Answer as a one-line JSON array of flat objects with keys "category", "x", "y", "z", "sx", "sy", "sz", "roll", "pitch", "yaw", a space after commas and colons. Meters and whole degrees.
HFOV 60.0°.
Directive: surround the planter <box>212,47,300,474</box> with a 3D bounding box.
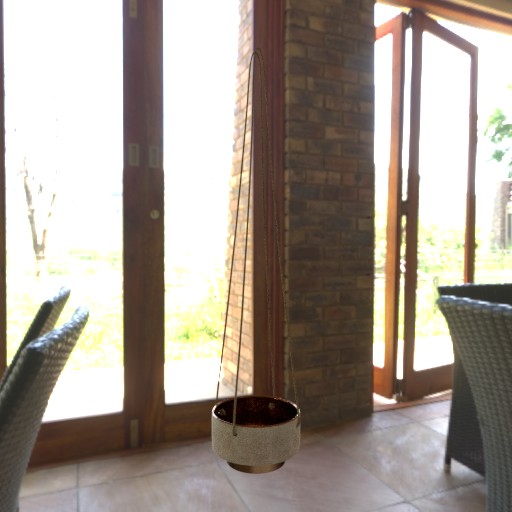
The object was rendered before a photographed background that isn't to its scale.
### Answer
[{"category": "planter", "x": 0.000, "y": 0.000, "z": 1.118, "sx": 0.223, "sy": 1.030, "sz": 0.223, "roll": 0, "pitch": 1, "yaw": -19}]
